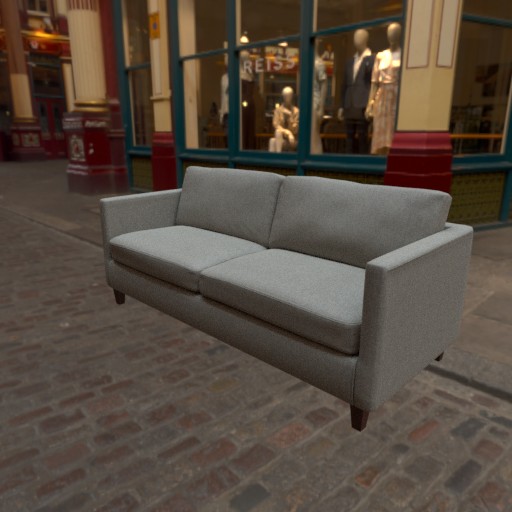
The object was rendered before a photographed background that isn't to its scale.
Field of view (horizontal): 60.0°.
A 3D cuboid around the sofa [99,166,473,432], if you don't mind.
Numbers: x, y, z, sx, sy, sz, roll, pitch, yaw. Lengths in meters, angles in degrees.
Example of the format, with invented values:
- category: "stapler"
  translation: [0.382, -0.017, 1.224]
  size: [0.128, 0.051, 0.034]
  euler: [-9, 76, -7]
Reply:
- category: "sofa"
  translation: [0.000, 0.000, 2.728]
  size: [2.208, 0.963, 0.956]
  euler: [15, 23, 42]
